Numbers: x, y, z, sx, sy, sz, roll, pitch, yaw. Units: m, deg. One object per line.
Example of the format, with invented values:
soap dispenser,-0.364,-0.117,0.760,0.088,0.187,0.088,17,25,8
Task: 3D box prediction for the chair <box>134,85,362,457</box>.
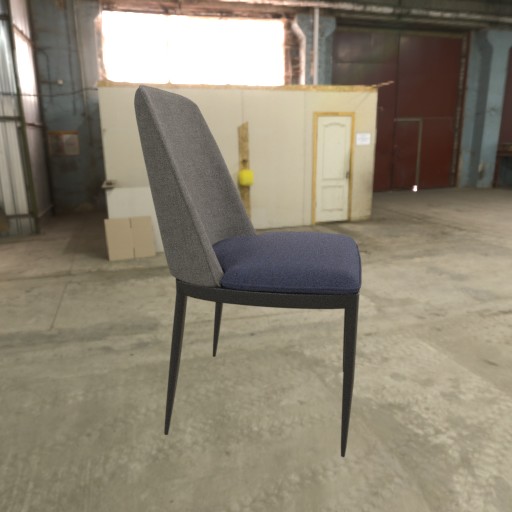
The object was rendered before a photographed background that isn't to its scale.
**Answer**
chair,0.000,0.000,1.189,0.550,0.855,0.488,3,15,11
